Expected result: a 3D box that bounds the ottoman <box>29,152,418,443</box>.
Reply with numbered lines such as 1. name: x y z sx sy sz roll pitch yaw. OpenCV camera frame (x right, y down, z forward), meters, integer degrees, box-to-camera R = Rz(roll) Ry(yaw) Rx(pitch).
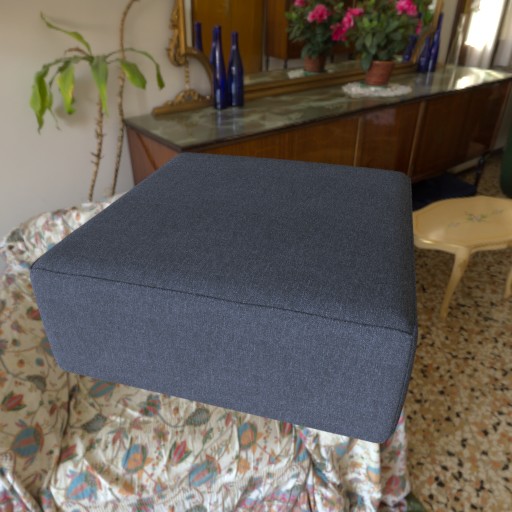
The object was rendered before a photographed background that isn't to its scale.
1. ottoman: 0.000 0.000 1.521 1.000 0.439 1.000 8 32 13
